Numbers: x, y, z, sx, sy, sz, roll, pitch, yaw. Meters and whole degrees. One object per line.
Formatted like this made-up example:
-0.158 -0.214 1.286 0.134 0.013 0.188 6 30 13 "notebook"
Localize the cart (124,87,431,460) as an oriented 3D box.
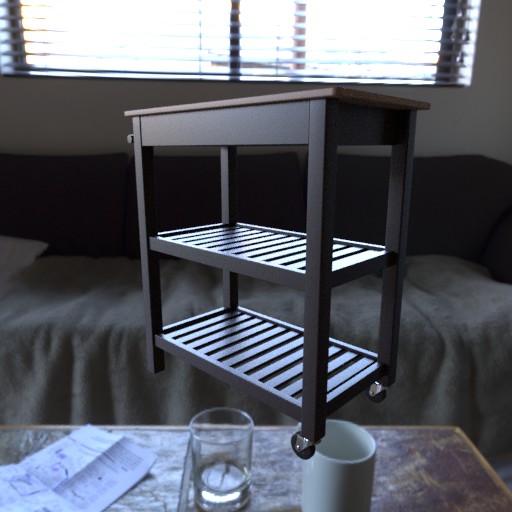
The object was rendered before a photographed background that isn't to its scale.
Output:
0.000 0.000 1.461 0.899 0.927 0.457 13 18 43 "cart"
